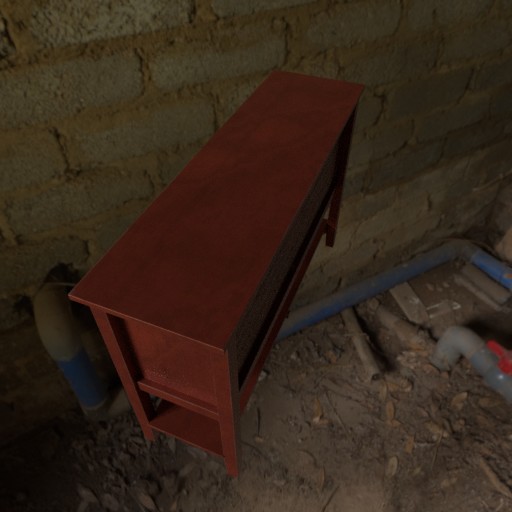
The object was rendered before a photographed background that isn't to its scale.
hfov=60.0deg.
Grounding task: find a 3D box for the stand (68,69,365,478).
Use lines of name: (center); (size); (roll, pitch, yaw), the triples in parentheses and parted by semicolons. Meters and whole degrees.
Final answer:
stand: (0.000, 0.000, 1.728); (0.410, 0.872, 1.362); (16, 47, 15)
